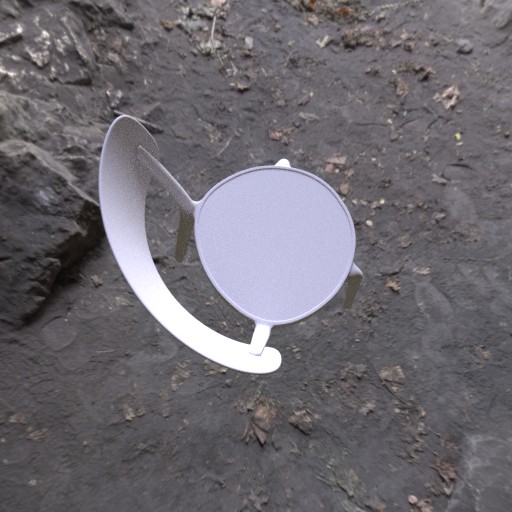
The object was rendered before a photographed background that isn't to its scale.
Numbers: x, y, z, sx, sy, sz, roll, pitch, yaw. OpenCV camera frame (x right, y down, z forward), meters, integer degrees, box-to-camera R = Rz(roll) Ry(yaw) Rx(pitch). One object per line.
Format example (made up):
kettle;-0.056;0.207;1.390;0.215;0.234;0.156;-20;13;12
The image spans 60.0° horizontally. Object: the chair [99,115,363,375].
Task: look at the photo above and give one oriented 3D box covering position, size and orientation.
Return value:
chair;0.000;0.000;1.104;0.491;0.790;0.506;-30;78;-7
